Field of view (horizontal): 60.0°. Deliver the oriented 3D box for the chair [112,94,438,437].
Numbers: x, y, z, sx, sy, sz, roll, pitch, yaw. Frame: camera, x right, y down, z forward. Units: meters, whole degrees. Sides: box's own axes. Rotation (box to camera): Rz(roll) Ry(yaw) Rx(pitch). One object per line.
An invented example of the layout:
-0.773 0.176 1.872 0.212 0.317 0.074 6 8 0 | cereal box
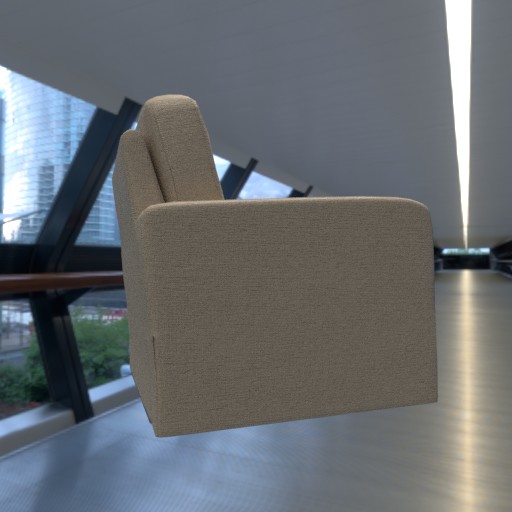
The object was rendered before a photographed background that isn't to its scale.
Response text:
0.000 0.000 1.457 0.888 0.827 0.755 1 -2 -20 | chair
